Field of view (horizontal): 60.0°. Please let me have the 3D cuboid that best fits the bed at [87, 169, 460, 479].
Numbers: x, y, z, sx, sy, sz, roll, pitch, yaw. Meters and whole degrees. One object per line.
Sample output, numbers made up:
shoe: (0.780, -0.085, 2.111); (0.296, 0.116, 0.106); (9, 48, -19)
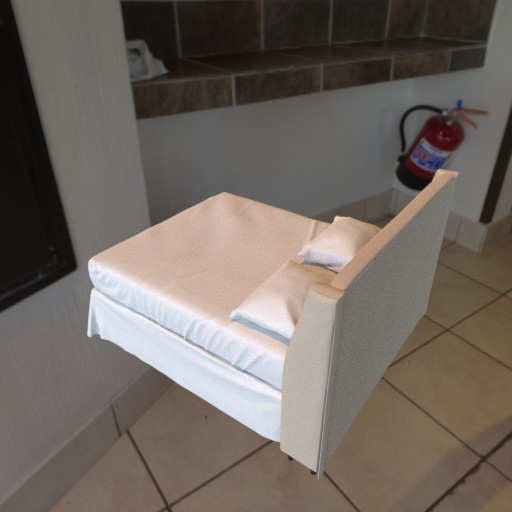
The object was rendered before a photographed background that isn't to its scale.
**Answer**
bed: (0.000, 0.000, 3.429); (2.276, 1.332, 1.925); (21, 37, 30)
